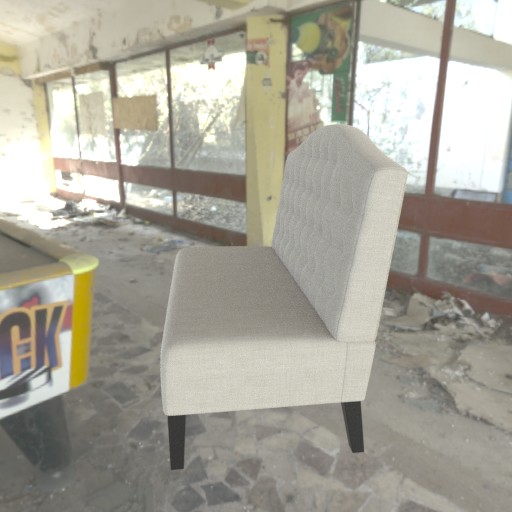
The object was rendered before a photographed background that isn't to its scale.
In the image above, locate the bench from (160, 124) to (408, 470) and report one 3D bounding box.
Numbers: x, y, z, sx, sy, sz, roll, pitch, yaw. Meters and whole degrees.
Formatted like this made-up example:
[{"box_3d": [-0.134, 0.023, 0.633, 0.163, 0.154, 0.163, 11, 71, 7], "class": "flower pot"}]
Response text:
[{"box_3d": [0.000, 0.000, 2.066, 0.815, 1.180, 1.335, -2, 15, -7], "class": "bench"}]
